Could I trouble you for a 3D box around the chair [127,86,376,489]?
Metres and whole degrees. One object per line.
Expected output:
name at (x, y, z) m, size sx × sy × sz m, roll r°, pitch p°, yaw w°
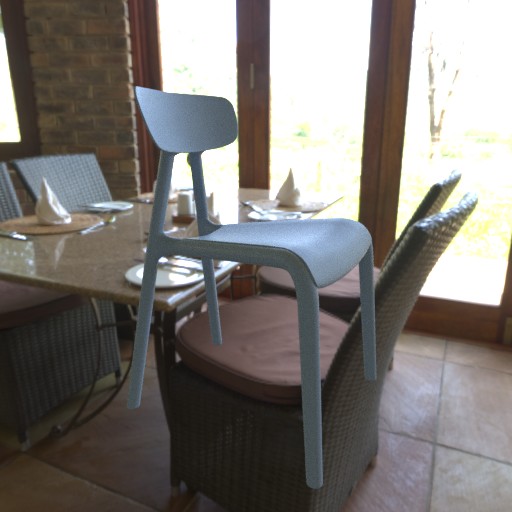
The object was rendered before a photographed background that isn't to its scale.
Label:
chair at (0.000, 0.000, 0.814) m, size 0.401 × 0.580 × 0.356 m, roll 8°, pitch 18°, yaw 27°
